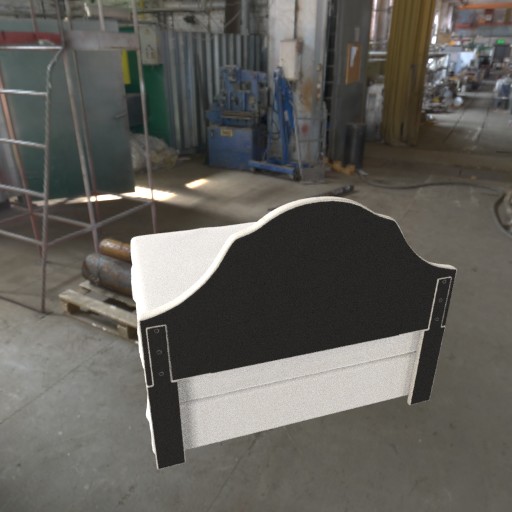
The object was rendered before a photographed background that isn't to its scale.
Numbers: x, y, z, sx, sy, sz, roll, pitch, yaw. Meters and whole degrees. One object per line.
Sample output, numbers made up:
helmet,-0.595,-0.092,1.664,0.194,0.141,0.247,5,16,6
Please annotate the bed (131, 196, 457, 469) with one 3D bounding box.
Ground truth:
bed,0.000,0.000,3.575,2.008,1.615,2.214,-8,26,-16
